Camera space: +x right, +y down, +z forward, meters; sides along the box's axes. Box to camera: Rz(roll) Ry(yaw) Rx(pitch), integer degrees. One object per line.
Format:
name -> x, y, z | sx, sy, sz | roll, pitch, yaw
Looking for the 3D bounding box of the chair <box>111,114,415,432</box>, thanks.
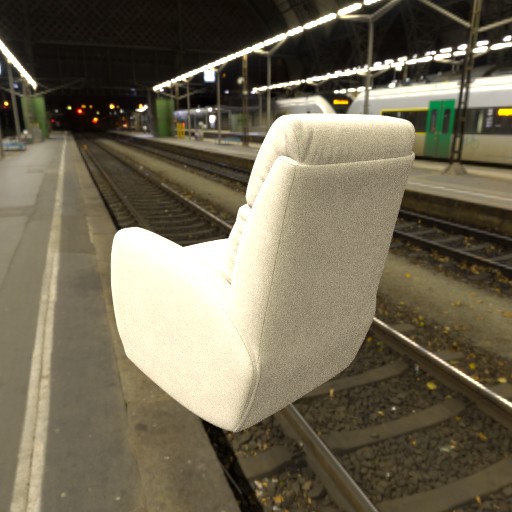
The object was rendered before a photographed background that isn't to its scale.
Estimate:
chair -> 0.000, 0.000, 1.683 | 0.812, 1.015, 0.941 | -15, 22, -41
